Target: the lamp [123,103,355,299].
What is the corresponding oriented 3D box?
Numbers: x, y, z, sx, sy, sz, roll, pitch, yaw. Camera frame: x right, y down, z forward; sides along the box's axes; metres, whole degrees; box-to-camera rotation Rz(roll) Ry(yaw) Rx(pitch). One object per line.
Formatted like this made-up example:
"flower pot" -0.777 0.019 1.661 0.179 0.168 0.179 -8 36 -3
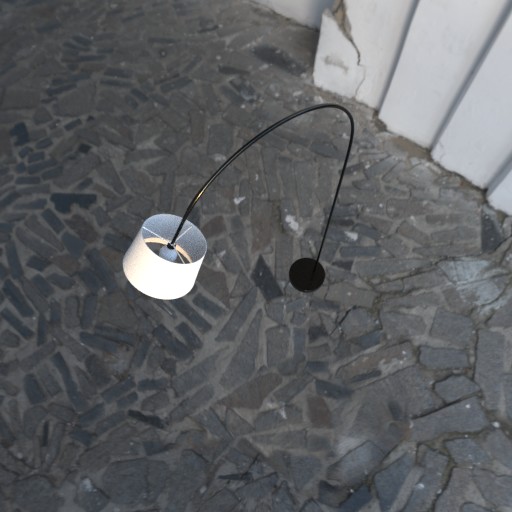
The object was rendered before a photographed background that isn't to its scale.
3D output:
"lamp" 0.000 0.000 2.624 1.363 2.104 0.331 -35 69 -15
